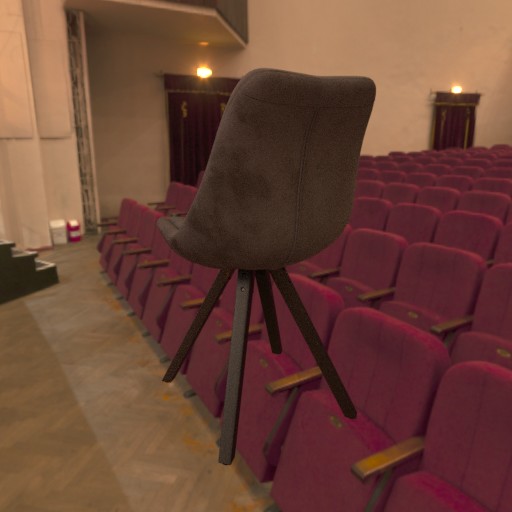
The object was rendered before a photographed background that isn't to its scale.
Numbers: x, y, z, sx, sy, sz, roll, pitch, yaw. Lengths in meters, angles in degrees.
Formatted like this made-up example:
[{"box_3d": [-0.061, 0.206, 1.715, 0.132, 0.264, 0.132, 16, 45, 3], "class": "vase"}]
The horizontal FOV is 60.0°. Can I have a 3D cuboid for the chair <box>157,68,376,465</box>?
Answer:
[{"box_3d": [0.000, 0.000, 1.179, 0.476, 0.850, 0.550, -8, 17, -27], "class": "chair"}]
